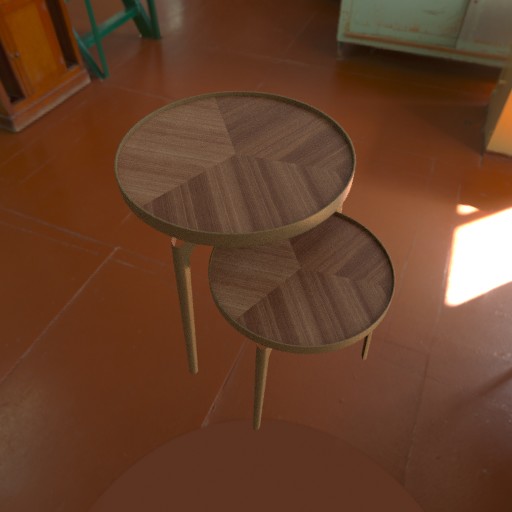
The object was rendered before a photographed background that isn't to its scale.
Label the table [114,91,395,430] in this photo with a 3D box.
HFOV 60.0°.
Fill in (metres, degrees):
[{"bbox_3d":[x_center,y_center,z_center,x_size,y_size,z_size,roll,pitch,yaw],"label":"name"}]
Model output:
[{"bbox_3d":[0.000,0.000,1.150,0.532,0.555,0.751,-26,53,-21],"label":"table"}]
